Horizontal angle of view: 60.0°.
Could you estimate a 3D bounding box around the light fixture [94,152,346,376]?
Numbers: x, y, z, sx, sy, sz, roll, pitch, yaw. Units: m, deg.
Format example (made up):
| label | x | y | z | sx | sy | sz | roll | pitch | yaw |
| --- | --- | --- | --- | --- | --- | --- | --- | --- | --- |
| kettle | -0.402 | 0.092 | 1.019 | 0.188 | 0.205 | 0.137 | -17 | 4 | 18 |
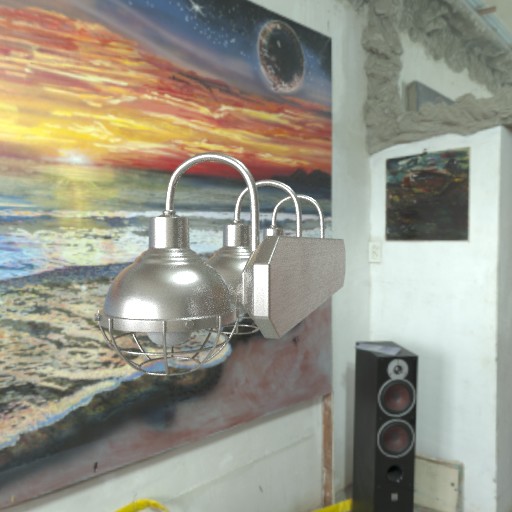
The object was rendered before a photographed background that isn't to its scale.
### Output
| label | x | y | z | sx | sy | sz | roll | pitch | yaw |
| --- | --- | --- | --- | --- | --- | --- | --- | --- | --- |
| light fixture | 0.000 | 0.000 | 0.745 | 0.229 | 0.254 | 0.634 | 1 | 2 | 18 |
